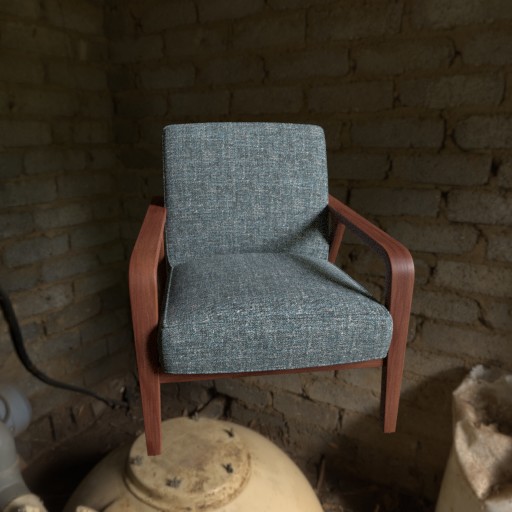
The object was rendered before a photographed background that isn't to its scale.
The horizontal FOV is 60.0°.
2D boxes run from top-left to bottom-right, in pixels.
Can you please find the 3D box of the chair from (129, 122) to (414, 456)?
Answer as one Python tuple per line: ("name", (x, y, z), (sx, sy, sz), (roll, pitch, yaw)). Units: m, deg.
("chair", (0.000, 0.000, 1.475), (0.719, 0.864, 0.889), (-2, 16, -8))
